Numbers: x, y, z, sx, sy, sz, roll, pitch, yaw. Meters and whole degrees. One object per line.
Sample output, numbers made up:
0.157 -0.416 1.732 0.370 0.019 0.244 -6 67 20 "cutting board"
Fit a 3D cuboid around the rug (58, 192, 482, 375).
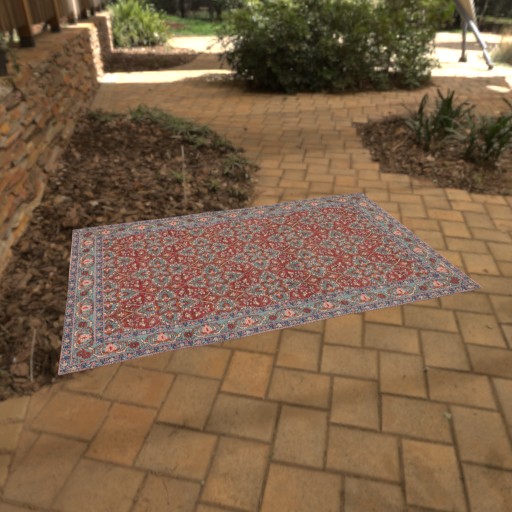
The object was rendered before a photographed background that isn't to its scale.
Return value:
0.000 0.000 3.039 2.439 0.011 1.533 -9 33 -14 "rug"
